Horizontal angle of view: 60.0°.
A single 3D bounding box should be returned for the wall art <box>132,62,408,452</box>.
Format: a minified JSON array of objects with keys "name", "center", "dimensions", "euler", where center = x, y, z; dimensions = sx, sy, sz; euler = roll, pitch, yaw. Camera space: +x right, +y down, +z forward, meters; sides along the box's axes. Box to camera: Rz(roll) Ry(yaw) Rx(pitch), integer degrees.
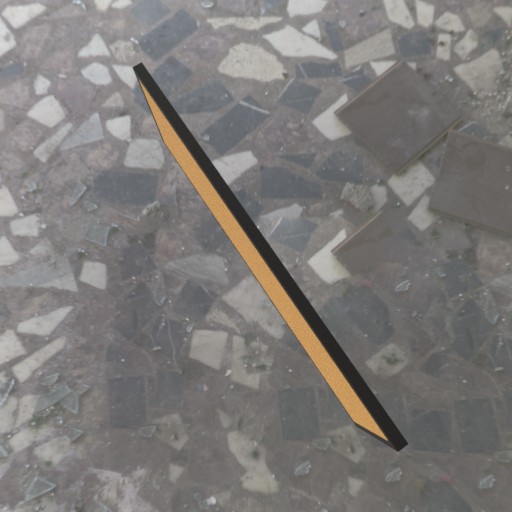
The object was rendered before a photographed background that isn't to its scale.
[{"name":"wall art","center":[0.000,0.000,1.738],"dimensions":[0.041,0.554,1.572],"euler":[-33,78,-8]}]
